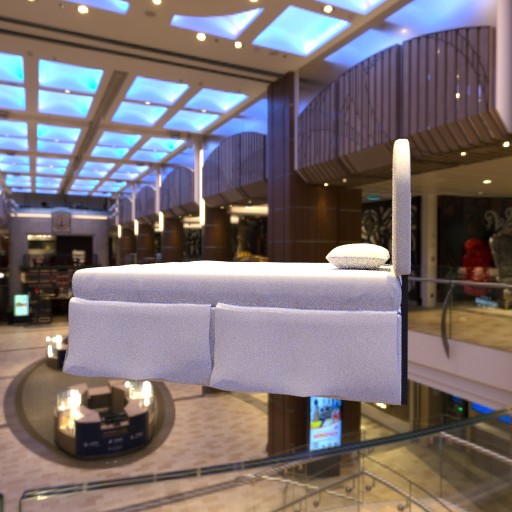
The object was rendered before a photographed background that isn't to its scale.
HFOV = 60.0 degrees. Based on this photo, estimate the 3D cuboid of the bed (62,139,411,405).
[{"bbox_3d":[0.000,0.000,3.105,2.005,1.410,1.607,0,1,17],"label":"bed"}]
